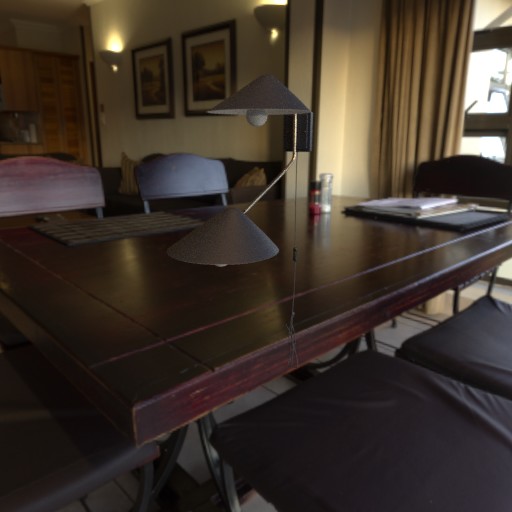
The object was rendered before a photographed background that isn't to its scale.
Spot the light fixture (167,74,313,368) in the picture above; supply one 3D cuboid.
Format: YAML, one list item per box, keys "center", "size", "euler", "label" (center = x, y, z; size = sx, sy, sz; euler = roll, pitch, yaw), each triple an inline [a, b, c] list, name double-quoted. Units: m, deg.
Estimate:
- center: [0.000, 0.000, 0.858]
  size: [0.189, 0.665, 0.422]
  euler: [8, 17, 27]
  label: "light fixture"
